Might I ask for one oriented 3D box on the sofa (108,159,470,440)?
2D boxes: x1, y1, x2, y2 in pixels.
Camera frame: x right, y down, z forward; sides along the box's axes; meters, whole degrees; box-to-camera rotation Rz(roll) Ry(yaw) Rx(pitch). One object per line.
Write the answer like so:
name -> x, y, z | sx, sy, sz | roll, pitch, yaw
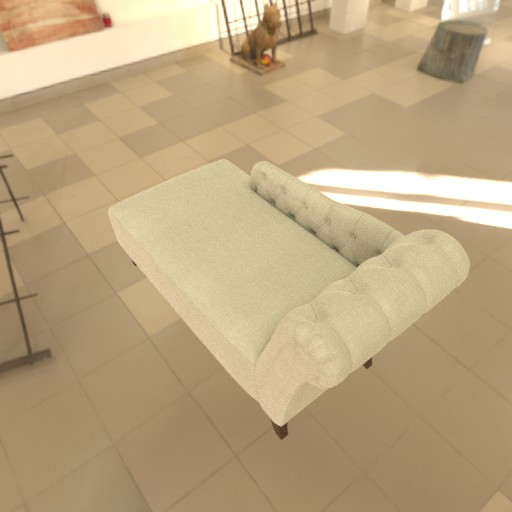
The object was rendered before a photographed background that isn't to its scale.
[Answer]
sofa -> 0.000, 0.000, 1.793 | 0.675, 0.787, 1.379 | -30, 52, -26
